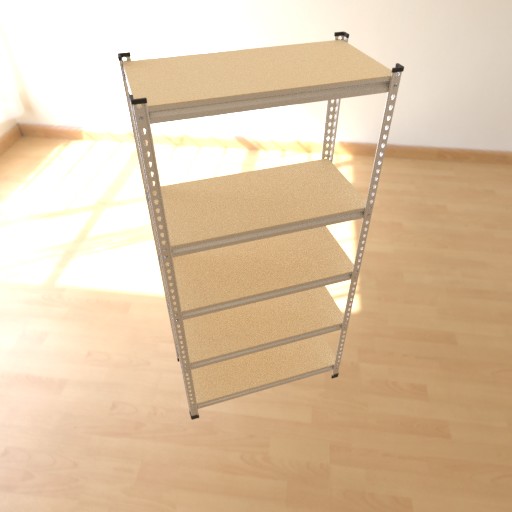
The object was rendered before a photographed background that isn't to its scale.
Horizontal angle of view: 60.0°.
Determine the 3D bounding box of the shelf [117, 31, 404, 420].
[{"bbox_3d":[0.000,0.000,2.156,0.914,1.829,0.457,-12,43,-13],"label":"shelf"}]
